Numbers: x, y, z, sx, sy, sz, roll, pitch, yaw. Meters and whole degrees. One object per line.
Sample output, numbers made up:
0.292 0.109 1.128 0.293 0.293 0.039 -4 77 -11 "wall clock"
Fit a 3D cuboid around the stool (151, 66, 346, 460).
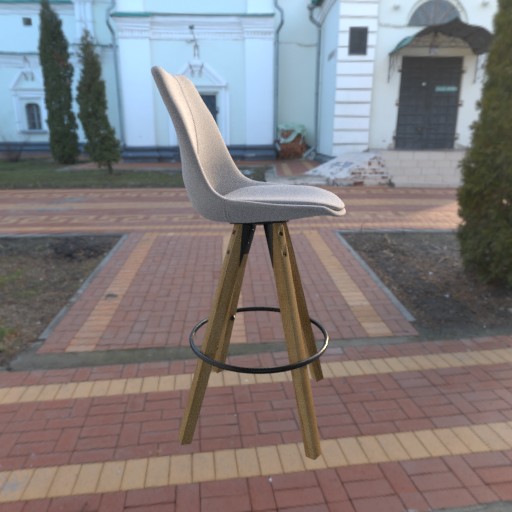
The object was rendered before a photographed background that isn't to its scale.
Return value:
0.000 0.000 1.422 0.550 1.115 0.484 3 16 9 "stool"
